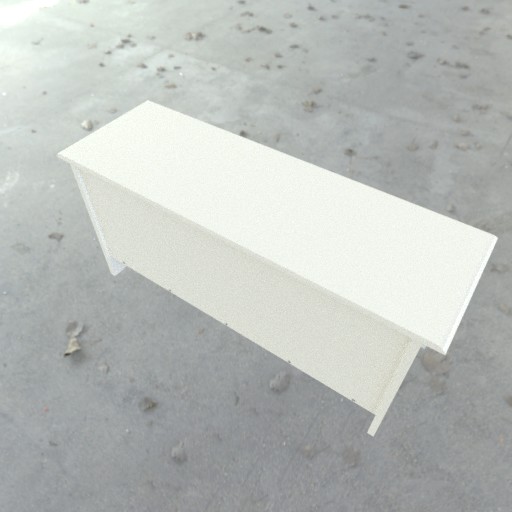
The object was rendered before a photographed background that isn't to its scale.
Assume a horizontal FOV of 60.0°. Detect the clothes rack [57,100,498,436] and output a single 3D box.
[{"bbox_3d":[0.000,0.000,1.444,1.218,0.558,0.405,27,53,22],"label":"clothes rack"}]
